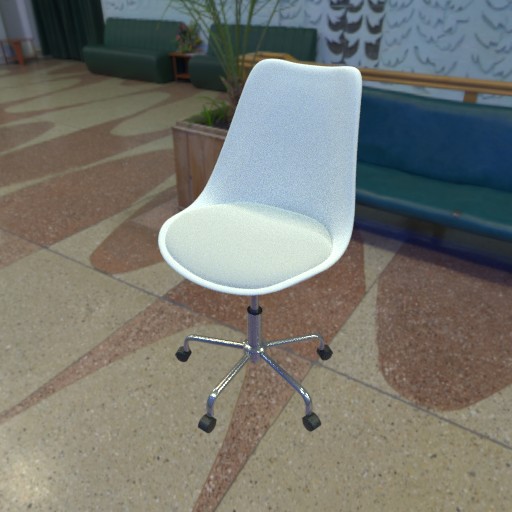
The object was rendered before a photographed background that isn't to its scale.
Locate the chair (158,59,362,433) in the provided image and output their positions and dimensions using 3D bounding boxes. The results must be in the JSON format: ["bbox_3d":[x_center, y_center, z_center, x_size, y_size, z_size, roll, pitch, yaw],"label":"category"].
[{"bbox_3d":[0.000,0.000,1.225,0.550,0.930,0.550,20,37,29],"label":"chair"}]
